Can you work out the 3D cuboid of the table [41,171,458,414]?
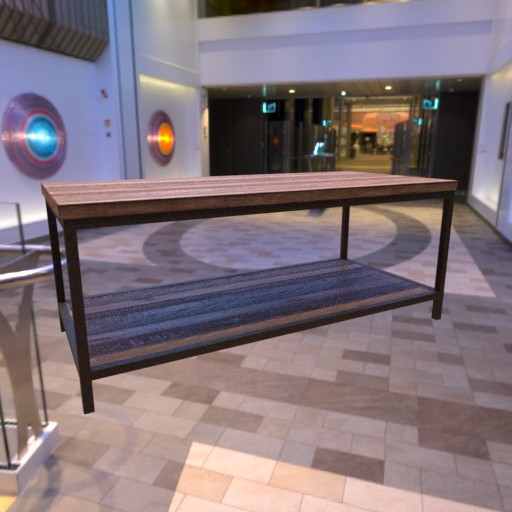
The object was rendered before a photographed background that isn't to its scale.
[{"bbox_3d":[0.000,0.000,1.203,0.990,0.399,0.452,-8,16,-27],"label":"table"}]
